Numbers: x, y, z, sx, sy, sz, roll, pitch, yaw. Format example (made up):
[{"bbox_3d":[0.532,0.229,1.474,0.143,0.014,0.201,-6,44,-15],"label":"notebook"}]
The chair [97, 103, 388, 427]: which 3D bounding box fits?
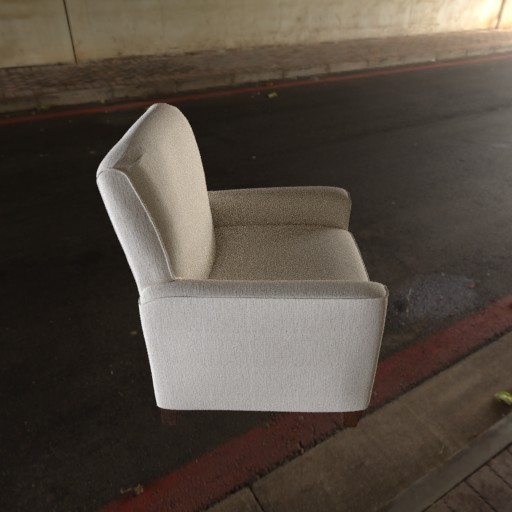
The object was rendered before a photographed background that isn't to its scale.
[{"bbox_3d":[0.000,0.000,1.690,0.858,1.028,0.841,0,32,1],"label":"chair"}]
